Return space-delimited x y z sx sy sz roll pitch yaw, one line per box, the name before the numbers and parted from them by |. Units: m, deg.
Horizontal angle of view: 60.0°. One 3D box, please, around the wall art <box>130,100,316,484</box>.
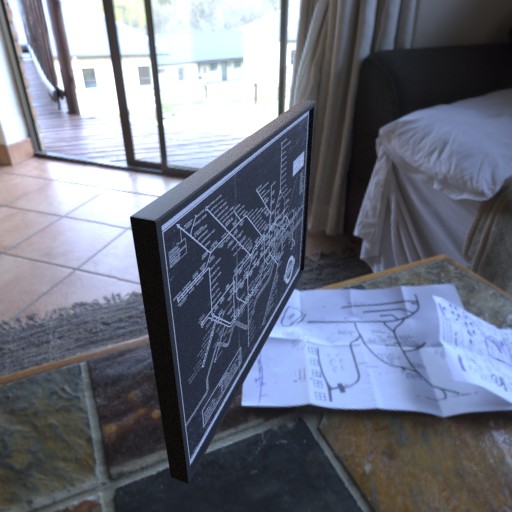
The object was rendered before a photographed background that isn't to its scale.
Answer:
wall art | 0.000 0.000 0.565 0.021 0.301 0.443 11 32 18
